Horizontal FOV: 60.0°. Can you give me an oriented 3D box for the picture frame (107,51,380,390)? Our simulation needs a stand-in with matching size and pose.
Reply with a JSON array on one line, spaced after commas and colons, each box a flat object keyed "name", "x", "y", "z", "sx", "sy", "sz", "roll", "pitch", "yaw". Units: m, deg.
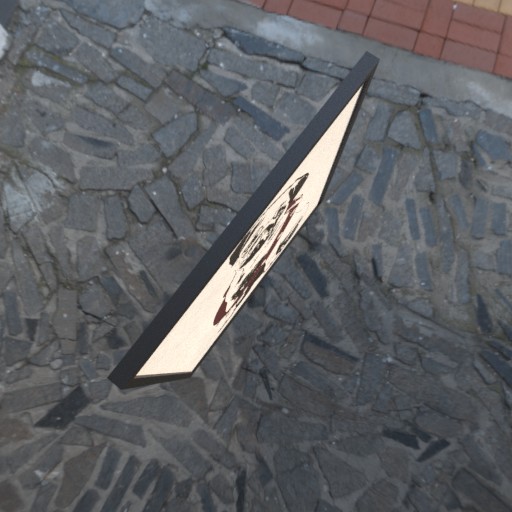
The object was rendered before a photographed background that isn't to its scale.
[{"name": "picture frame", "x": 0.000, "y": 0.000, "z": 1.172, "sx": 0.032, "sy": 0.775, "sz": 0.775, "roll": 36, "pitch": 79, "yaw": 8}]
